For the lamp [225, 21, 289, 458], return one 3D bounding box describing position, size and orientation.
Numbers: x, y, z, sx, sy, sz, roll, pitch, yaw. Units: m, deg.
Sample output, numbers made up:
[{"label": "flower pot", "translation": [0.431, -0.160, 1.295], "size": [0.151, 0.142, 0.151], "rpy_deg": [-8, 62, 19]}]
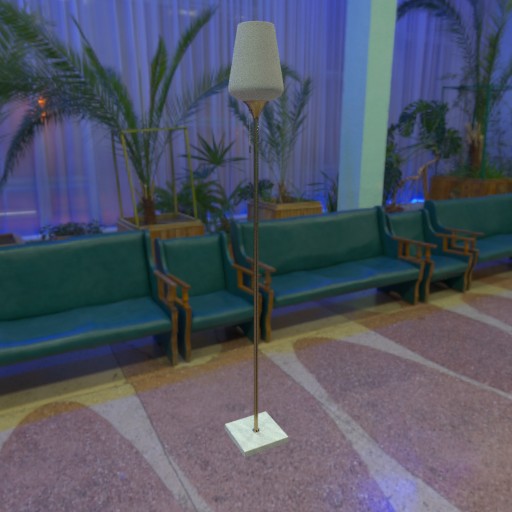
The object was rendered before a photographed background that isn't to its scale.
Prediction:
[{"label": "lamp", "translation": [0.000, 0.000, 1.921], "size": [0.232, 1.813, 0.229], "rpy_deg": [-8, 17, -26]}]
